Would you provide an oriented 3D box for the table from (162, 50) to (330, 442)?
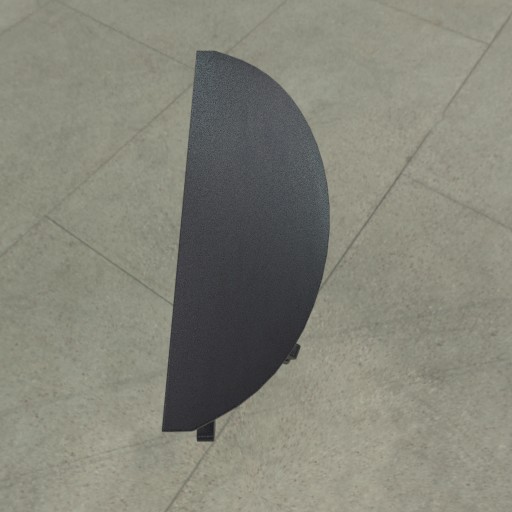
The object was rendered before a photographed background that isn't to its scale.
[{"bbox_3d":[0.000,0.000,1.506,0.394,0.692,1.198,0,62,0],"label":"table"}]
